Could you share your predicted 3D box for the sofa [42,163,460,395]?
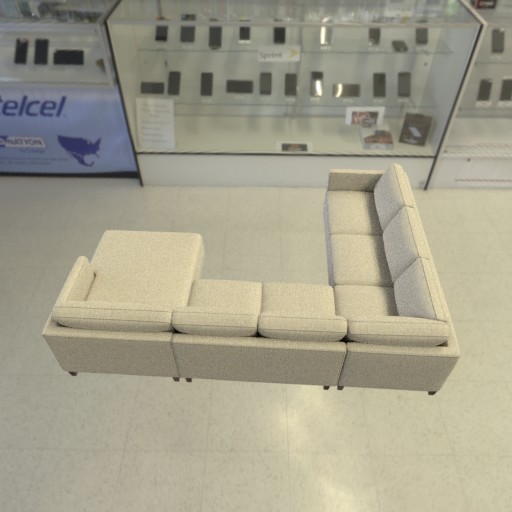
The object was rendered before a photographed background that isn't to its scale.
[{"bbox_3d":[0.000,0.000,4.581,3.403,0.889,2.551,2,46,2],"label":"sofa"}]
